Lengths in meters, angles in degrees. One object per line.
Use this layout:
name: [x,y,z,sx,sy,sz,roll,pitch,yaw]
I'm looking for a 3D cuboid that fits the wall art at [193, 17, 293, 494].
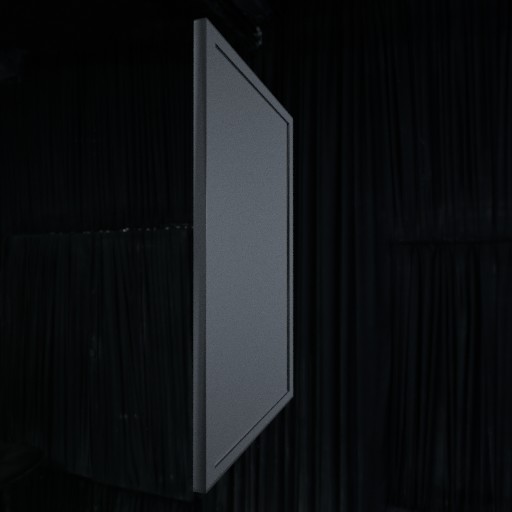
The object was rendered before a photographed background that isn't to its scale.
wall art: [0.000,0.000,0.546,0.013,0.431,0.303,0,-1,20]
